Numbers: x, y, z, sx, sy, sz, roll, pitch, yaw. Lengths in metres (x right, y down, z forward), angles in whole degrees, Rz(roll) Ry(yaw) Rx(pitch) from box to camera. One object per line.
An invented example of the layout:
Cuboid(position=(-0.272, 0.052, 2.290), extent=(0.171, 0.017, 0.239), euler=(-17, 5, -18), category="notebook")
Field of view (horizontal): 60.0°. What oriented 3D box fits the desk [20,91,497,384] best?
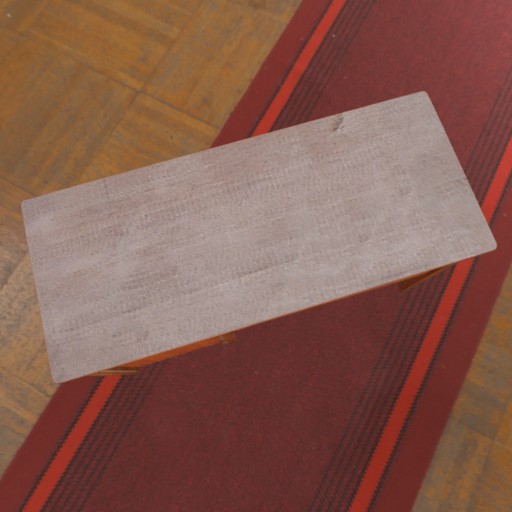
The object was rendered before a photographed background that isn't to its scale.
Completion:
Cuboid(position=(0.000, 0.000, 1.712), extent=(1.353, 0.756, 0.574), euler=(-16, 76, -4), category="desk")
